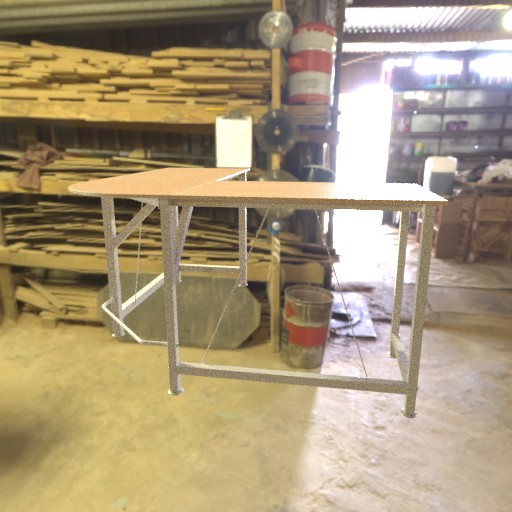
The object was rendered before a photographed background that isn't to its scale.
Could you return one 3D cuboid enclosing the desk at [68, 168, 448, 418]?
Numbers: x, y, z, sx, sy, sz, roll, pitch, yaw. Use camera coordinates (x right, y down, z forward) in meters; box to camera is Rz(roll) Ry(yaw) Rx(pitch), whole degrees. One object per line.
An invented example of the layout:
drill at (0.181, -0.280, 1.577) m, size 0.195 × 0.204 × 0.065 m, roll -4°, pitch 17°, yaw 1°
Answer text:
desk at (0.000, 0.000, 2.196) m, size 1.400 × 0.762 × 1.400 m, roll 2°, pitch 15°, yaw 9°
